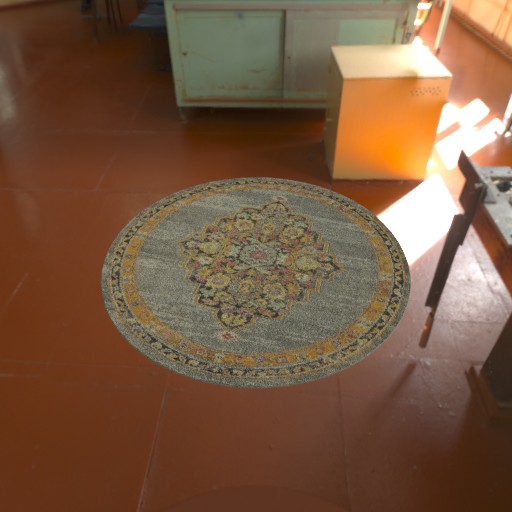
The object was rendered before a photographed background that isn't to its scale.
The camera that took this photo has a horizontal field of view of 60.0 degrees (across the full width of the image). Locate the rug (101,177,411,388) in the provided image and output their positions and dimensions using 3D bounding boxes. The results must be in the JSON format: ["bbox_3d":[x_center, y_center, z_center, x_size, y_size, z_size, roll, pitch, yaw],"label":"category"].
[{"bbox_3d":[0.000,0.000,2.360,1.598,0.010,1.598,0,41,0],"label":"rug"}]
